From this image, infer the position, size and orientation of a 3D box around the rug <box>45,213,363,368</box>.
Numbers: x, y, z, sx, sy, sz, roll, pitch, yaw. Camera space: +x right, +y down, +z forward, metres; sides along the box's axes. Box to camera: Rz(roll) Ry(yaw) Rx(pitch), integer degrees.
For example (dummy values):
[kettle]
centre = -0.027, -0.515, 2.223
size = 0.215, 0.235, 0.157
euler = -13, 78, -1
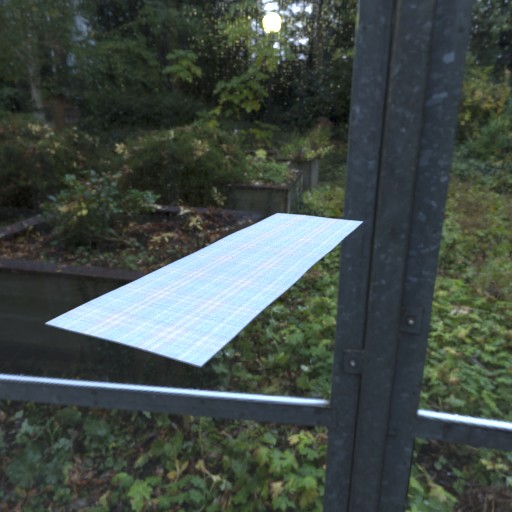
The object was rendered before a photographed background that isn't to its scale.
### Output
[rug]
centre = 0.000, 0.000, 2.723
size = 0.762, 0.013, 2.439
euler = 8, 19, 25
